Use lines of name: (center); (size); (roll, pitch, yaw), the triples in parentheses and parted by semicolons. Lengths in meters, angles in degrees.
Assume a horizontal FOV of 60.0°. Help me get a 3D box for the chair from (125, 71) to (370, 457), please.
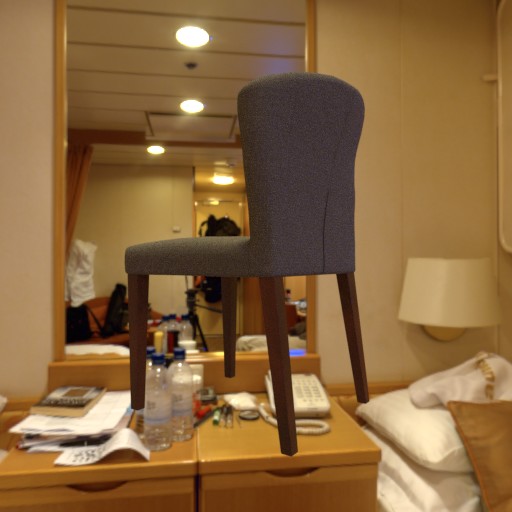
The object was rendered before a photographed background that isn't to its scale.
chair: (0.000, 0.000, 1.243); (0.589, 0.839, 0.491); (0, -1, 35)
